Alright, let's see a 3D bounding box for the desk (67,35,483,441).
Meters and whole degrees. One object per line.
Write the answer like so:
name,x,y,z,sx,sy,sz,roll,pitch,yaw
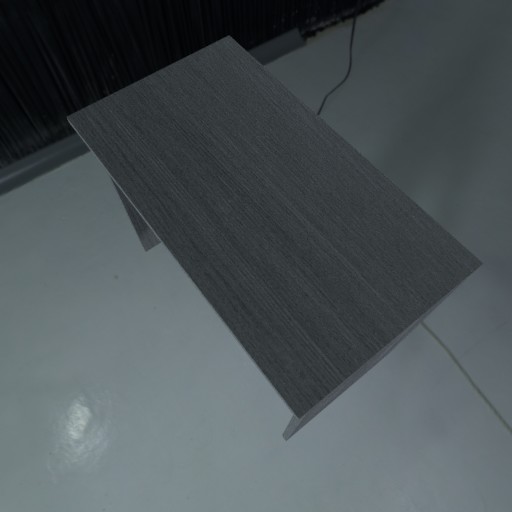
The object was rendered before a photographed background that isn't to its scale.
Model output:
desk,0.000,0.000,1.328,0.498,0.724,0.893,-34,68,-16
